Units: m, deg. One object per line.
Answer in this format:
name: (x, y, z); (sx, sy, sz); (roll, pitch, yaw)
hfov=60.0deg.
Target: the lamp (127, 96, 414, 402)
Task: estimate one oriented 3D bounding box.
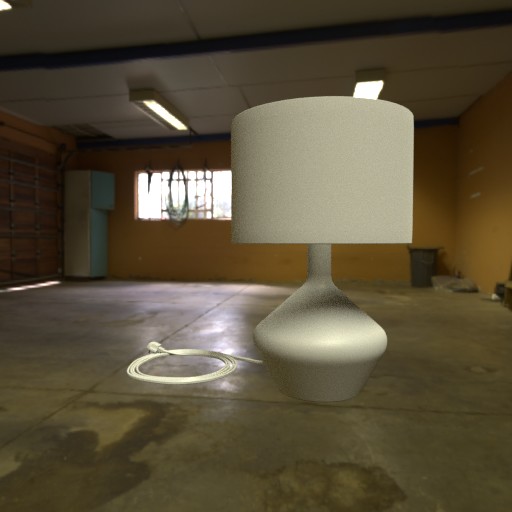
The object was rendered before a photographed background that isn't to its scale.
lamp: (0.000, 0.000, 0.840); (0.401, 0.457, 0.546); (-2, 3, -36)
